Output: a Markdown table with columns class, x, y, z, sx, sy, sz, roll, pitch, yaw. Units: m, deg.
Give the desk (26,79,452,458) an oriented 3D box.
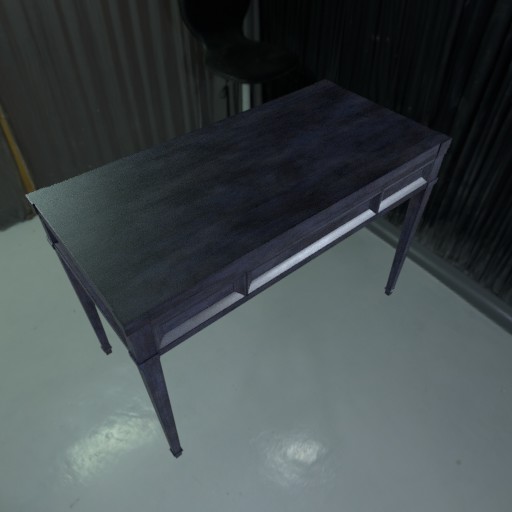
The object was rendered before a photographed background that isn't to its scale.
| class | x | y | z | sx | sy | sz | roll | pitch | yaw |
| --- | --- | --- | --- | --- | --- | --- | --- | --- | --- |
| desk | 0.000 | 0.000 | 1.763 | 1.289 | 0.861 | 0.630 | -30 | 53 | -26 |
